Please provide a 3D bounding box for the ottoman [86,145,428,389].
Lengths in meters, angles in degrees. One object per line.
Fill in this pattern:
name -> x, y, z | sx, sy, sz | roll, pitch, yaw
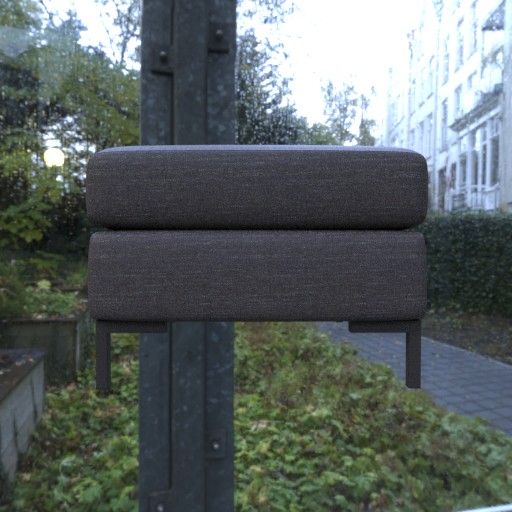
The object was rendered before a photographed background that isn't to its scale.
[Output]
ottoman -> 0.000, 0.000, 1.221 | 0.671, 0.490, 0.820 | 0, 1, 0
